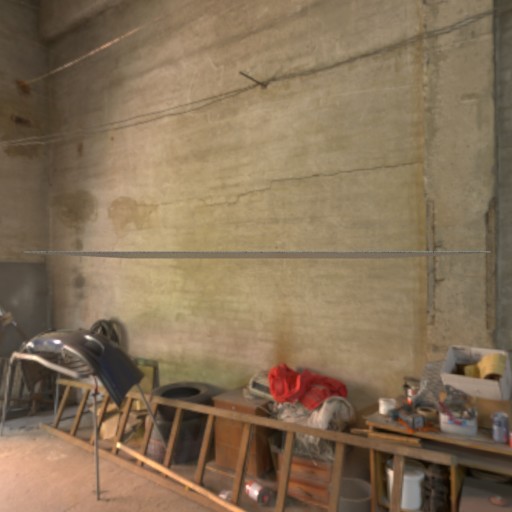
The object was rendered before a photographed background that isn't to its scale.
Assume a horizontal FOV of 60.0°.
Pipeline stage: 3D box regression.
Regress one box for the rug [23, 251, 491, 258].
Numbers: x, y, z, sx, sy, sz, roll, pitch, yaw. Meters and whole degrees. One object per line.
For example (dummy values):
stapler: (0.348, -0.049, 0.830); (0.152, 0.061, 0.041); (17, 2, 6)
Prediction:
rug: (0.000, 0.000, 4.108); (3.072, 0.011, 2.451); (0, -1, 1)
